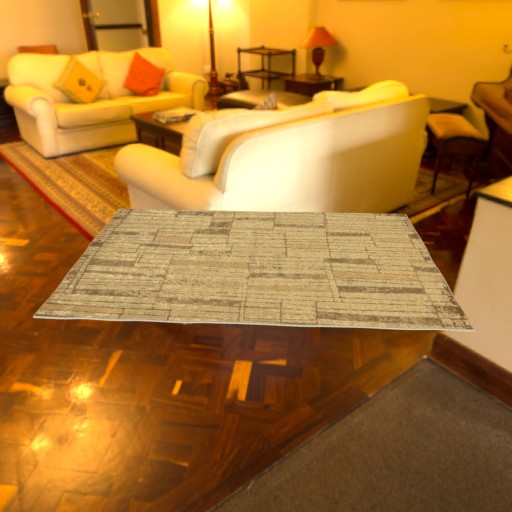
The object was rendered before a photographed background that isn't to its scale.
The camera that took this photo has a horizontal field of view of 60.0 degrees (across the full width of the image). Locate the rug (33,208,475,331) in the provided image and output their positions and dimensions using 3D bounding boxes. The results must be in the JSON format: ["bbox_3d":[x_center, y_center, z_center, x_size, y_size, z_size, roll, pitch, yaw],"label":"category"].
[{"bbox_3d":[0.000,0.000,3.099,2.444,0.023,1.531,1,30,2],"label":"rug"}]
